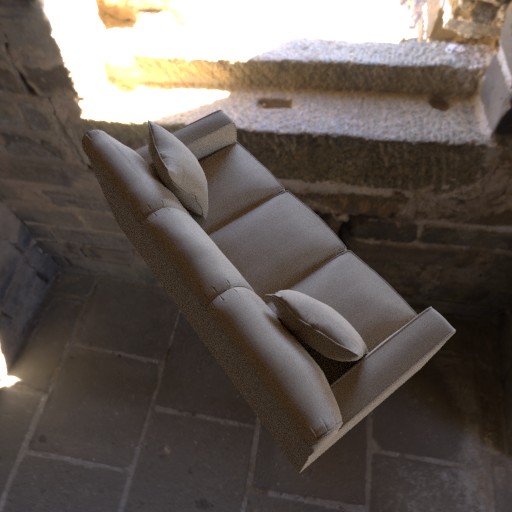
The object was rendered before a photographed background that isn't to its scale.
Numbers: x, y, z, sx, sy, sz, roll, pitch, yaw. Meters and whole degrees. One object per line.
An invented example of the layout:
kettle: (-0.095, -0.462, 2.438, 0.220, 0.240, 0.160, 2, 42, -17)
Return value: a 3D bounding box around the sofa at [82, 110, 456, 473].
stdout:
sofa: (0.000, 0.000, 2.548, 0.997, 0.958, 2.024, -32, 63, -19)
